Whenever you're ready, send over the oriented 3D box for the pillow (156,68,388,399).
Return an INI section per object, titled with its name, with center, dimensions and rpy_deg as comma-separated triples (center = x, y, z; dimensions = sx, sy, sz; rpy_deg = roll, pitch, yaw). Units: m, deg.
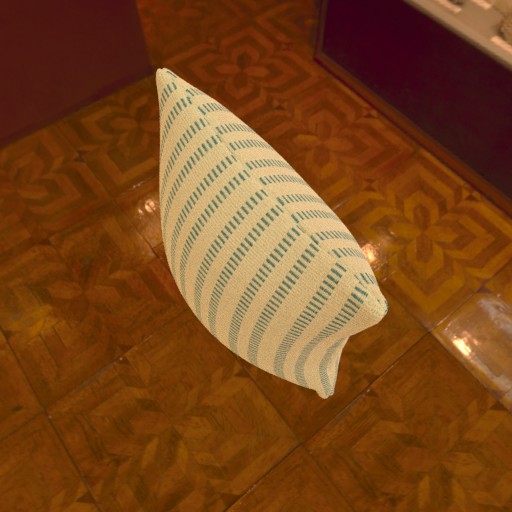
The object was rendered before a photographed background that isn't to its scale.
[pillow]
center = 0.000, 0.000, 0.690
dimensions = 0.247, 0.419, 0.438
rpy_deg = -33, 67, -16
